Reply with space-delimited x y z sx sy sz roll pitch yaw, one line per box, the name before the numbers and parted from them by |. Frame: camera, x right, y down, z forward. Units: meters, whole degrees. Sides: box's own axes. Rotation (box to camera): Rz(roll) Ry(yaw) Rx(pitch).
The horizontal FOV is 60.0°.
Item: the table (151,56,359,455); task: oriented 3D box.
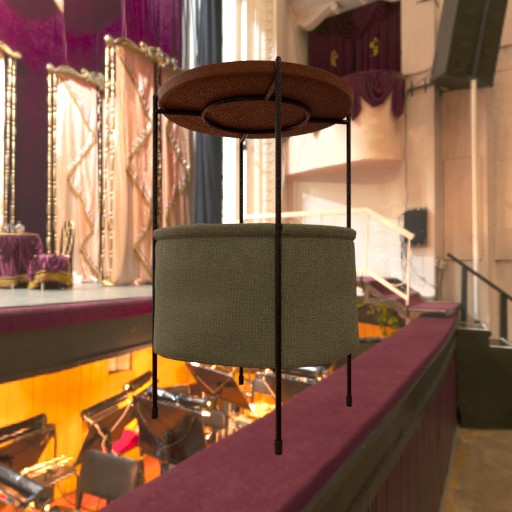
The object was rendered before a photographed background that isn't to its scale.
table | 0.000 0.000 0.889 0.400 0.623 0.400 0 -1 35
